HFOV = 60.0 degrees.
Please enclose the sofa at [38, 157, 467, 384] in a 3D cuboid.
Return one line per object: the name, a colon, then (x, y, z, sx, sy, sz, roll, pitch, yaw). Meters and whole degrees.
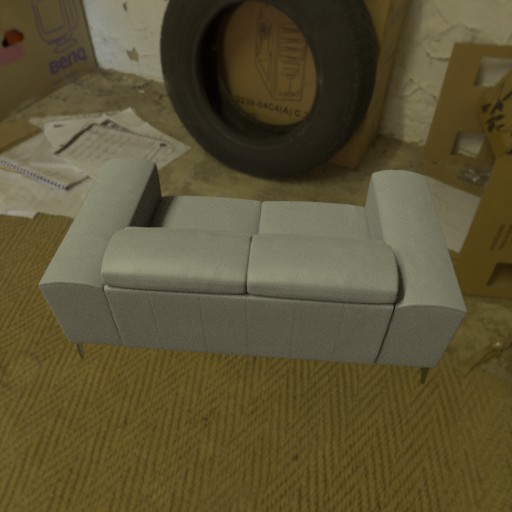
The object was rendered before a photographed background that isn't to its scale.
sofa: (0.000, 0.000, 2.418, 1.895, 0.779, 1.003, 3, 46, 3)
